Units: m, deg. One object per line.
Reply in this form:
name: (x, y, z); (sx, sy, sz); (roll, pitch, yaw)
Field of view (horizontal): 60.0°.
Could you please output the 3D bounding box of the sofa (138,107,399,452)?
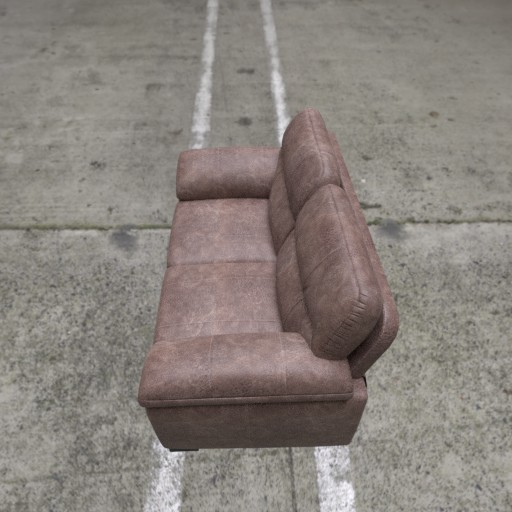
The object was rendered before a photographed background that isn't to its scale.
sofa: (0.000, 0.000, 2.339); (0.991, 0.991, 1.753); (-2, 43, -2)
